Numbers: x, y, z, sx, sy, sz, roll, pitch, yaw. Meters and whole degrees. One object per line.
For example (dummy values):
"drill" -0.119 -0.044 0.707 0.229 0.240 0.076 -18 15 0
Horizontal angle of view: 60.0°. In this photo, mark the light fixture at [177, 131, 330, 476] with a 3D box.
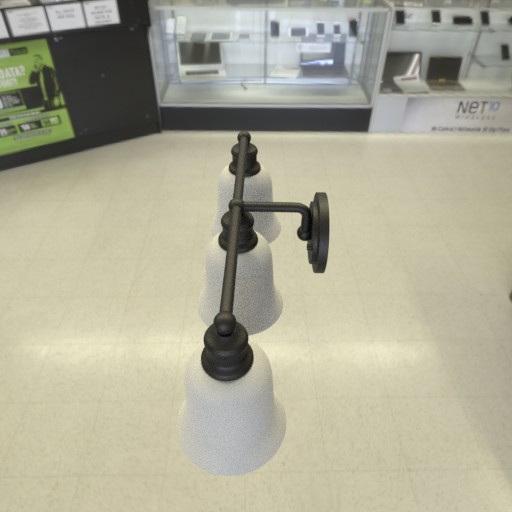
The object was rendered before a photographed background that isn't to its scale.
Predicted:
"light fixture" 0.000 0.000 0.680 0.198 0.211 0.570 1 41 1
